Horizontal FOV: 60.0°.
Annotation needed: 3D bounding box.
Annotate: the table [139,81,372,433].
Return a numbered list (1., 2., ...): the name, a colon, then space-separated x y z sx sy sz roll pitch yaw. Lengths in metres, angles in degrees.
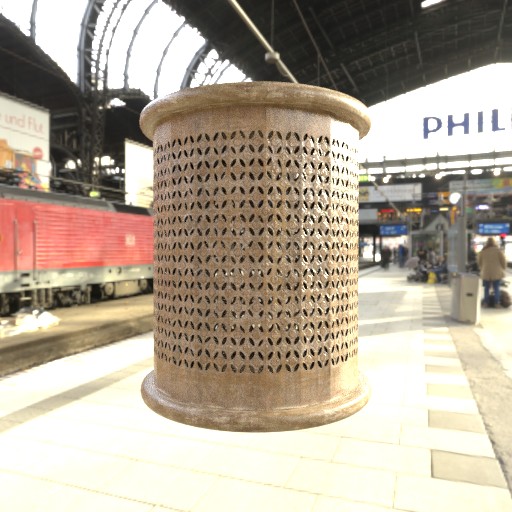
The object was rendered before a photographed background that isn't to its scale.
1. table: 0.000 0.000 0.804 0.407 0.482 0.407 0 1 0
